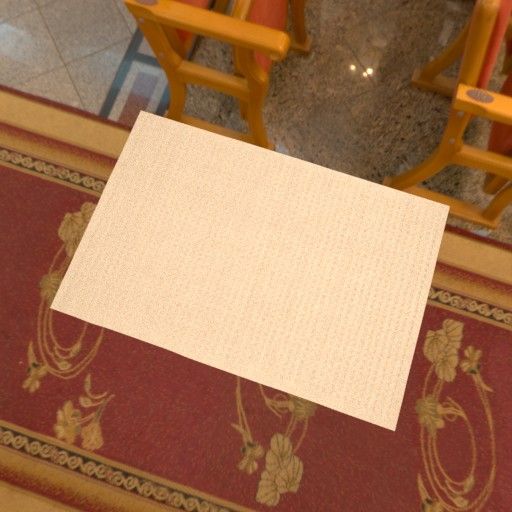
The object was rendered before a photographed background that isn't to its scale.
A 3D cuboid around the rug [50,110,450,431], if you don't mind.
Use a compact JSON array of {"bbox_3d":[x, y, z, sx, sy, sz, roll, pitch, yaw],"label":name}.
[{"bbox_3d":[0.000,0.000,2.943,2.289,0.006,1.523,18,77,5],"label":"rug"}]
